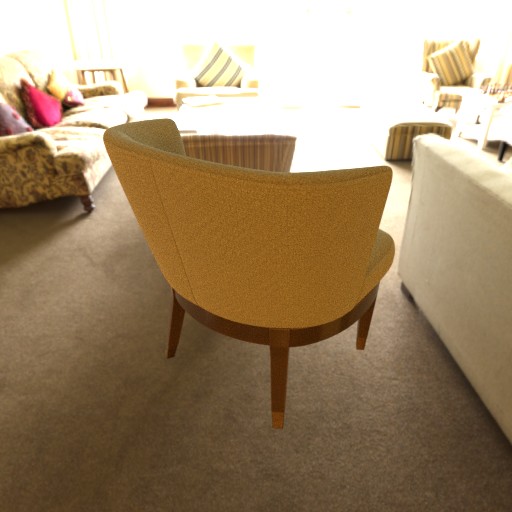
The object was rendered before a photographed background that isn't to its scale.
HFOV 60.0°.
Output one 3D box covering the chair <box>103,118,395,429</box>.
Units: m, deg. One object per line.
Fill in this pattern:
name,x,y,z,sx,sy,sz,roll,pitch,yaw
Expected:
chair,0.000,0.000,1.268,0.700,0.760,0.660,22,37,33
